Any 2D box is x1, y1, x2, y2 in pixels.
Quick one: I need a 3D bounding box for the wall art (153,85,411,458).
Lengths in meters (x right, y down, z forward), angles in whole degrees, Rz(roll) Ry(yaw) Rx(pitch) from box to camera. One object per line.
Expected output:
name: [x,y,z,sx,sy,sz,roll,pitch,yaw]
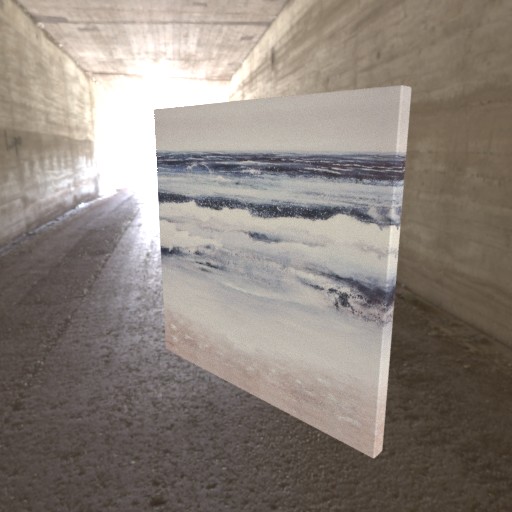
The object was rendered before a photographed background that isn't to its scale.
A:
wall art: [0.000,0.000,1.124,0.755,0.747,0.065,13,19,42]
